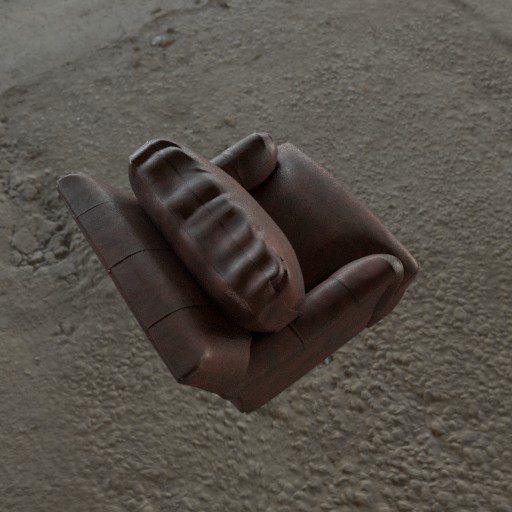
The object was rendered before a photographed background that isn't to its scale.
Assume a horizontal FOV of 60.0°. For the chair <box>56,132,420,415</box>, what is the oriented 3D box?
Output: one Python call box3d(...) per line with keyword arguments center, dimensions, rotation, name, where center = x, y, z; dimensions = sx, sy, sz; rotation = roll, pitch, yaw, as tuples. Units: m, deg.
box3d(center=(0.000, 0.000, 1.955), dimensions=(1.156, 1.051, 0.987), rotation=(-31, 64, -18), name="chair")
